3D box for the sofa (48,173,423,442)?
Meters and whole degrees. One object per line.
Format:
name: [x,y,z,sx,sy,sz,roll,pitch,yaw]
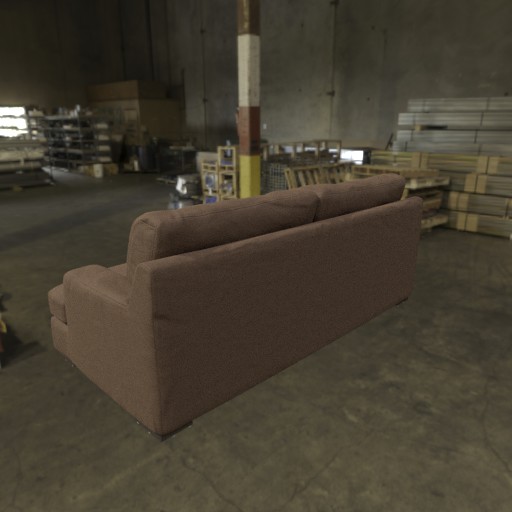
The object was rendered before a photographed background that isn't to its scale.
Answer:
sofa: [0.000,0.000,2.830,1.140,0.950,2.274,16,23,42]
